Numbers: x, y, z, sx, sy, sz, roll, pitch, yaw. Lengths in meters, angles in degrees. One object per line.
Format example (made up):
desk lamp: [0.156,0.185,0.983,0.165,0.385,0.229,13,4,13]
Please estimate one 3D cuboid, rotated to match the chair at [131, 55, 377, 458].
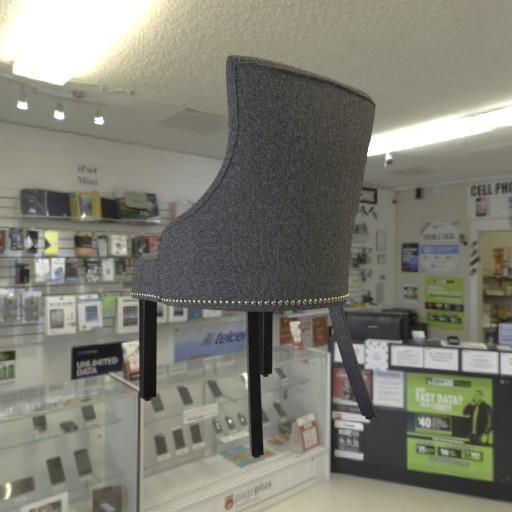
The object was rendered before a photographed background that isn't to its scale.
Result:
chair: [0.000,0.000,1.332,0.566,0.909,0.629,0,0,-37]
